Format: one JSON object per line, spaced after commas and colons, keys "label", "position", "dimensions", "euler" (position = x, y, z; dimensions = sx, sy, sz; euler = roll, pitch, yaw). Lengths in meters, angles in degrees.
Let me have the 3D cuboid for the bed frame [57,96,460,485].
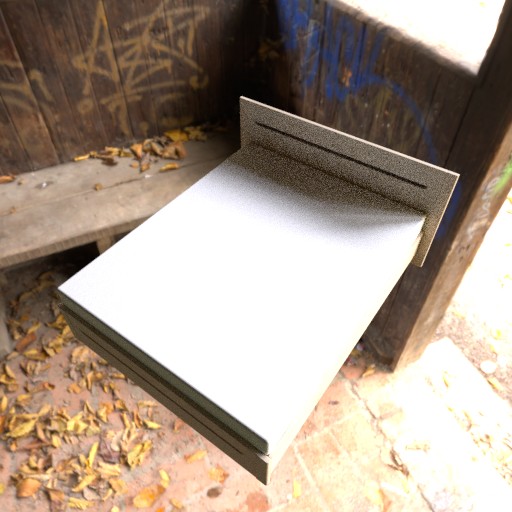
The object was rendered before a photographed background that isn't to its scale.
{"label": "bed frame", "position": [0.000, 0.000, 3.028], "dimensions": [1.800, 0.900, 2.080], "euler": [28, 53, 24]}
